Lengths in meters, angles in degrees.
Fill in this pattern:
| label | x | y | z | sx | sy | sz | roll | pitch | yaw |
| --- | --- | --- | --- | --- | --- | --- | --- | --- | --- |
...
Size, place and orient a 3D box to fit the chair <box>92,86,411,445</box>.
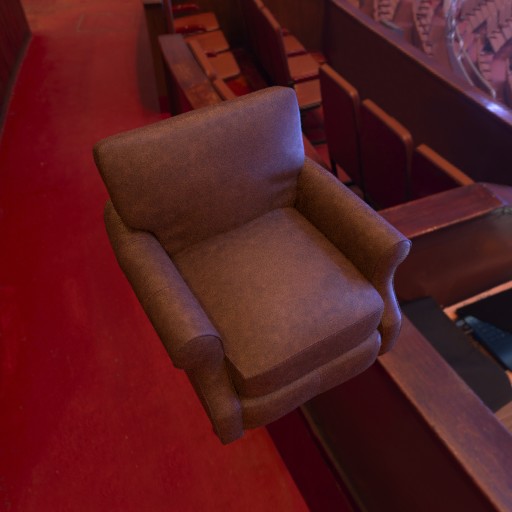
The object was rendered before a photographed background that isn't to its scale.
| label | x | y | z | sx | sy | sz | roll | pitch | yaw |
| --- | --- | --- | --- | --- | --- | --- | --- | --- | --- |
| chair | 0.000 | 0.000 | 1.776 | 0.996 | 0.976 | 1.002 | -23 | 50 | -21 |
